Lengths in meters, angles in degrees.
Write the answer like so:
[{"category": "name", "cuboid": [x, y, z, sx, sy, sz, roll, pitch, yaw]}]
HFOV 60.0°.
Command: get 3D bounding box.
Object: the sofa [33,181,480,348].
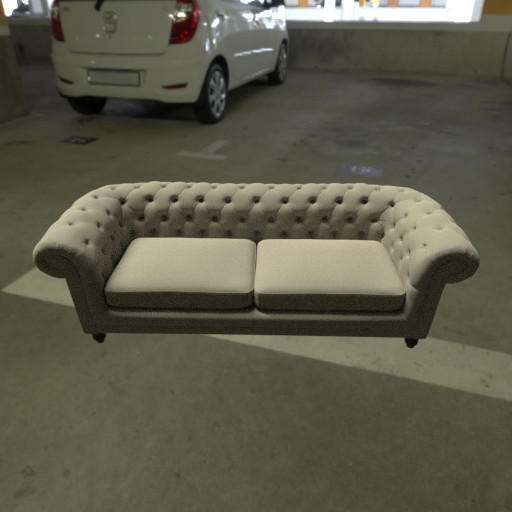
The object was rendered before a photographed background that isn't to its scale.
[{"category": "sofa", "cuboid": [0.000, 0.000, 2.876, 2.411, 0.749, 0.991, 1, 30, 1]}]
